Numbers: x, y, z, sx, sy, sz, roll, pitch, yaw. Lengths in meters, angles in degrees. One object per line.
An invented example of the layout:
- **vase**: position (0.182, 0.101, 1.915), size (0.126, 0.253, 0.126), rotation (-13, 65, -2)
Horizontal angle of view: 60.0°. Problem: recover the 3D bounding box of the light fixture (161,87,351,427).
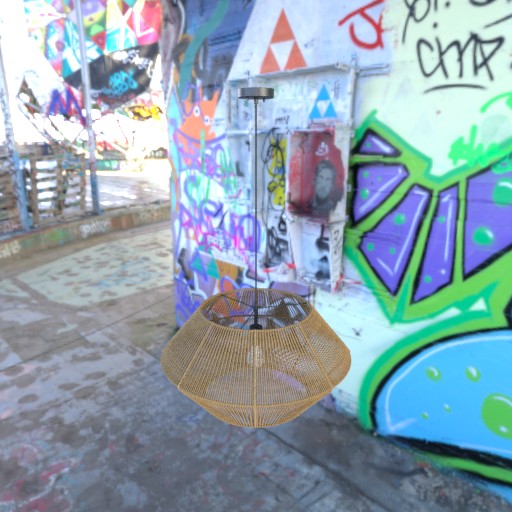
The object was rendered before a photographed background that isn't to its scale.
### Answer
- **light fixture**: position (0.000, 0.000, 1.426), size (0.643, 1.009, 0.643), rotation (0, 15, 0)
